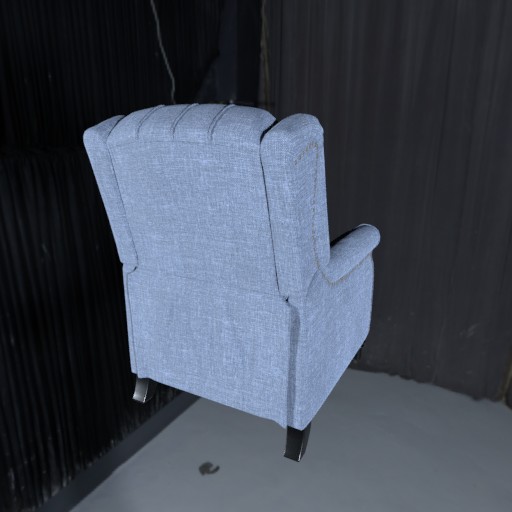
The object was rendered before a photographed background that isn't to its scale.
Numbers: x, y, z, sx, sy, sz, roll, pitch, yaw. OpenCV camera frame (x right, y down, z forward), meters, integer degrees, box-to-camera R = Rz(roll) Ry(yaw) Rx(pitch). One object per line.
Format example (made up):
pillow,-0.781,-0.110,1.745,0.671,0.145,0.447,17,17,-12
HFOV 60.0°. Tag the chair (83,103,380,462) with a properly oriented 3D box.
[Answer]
chair,0.000,0.000,1.623,0.742,1.035,0.898,9,19,27
